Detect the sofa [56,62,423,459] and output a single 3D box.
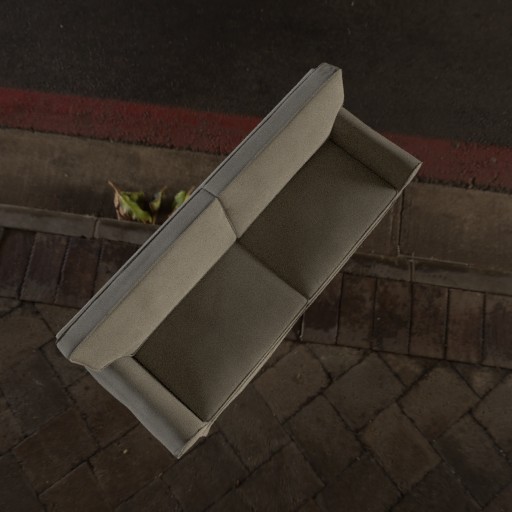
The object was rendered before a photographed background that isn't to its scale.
[{"bbox_3d":[0.000,0.000,2.675,0.900,1.014,2.246,39,78,10],"label":"sofa"}]
